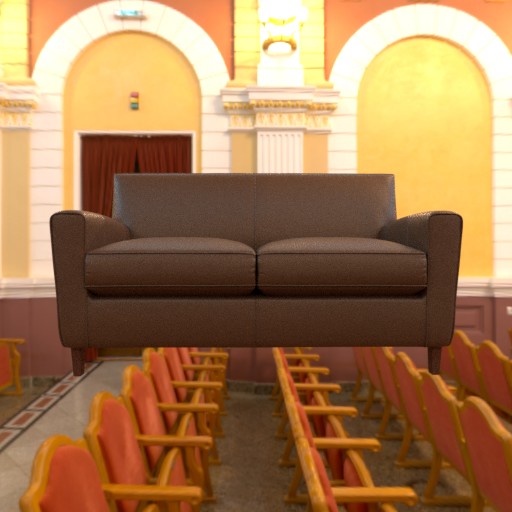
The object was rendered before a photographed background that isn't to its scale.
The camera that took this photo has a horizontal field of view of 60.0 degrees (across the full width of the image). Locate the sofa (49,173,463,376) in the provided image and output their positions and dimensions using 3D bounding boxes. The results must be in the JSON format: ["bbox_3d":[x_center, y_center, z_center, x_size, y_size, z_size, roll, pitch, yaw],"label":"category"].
[{"bbox_3d":[0.000,0.000,1.957,1.468,0.859,0.853,0,1,-1],"label":"sofa"}]
